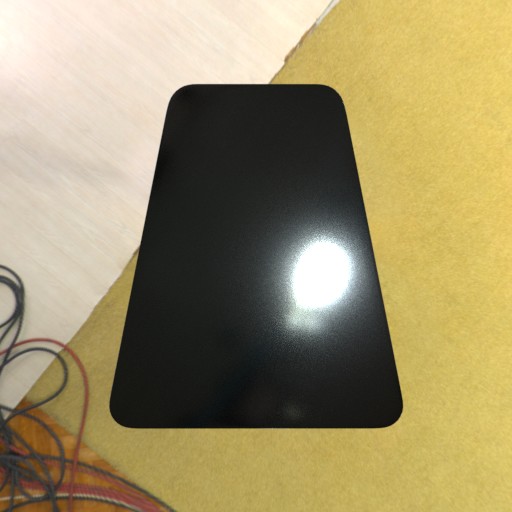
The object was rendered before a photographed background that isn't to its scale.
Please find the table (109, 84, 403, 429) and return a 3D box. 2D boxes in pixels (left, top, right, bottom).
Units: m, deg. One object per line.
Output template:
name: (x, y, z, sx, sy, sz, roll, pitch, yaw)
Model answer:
table: (0.000, 0.000, 0.953, 0.427, 0.624, 0.500, 0, 90, 0)
